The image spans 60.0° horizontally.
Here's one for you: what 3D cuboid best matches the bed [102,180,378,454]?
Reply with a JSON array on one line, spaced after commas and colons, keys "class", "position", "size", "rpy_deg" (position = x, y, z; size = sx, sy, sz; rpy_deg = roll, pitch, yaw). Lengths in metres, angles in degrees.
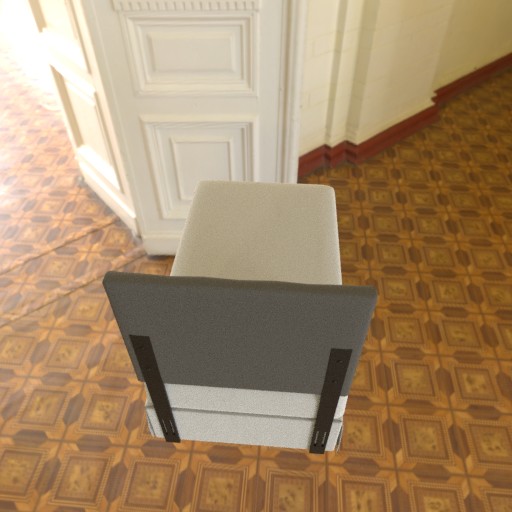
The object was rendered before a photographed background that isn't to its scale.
[{"class": "bed", "position": [0.000, 0.000, 3.035], "size": [1.261, 1.571, 1.997], "rpy_deg": [3, 45, 3]}]
